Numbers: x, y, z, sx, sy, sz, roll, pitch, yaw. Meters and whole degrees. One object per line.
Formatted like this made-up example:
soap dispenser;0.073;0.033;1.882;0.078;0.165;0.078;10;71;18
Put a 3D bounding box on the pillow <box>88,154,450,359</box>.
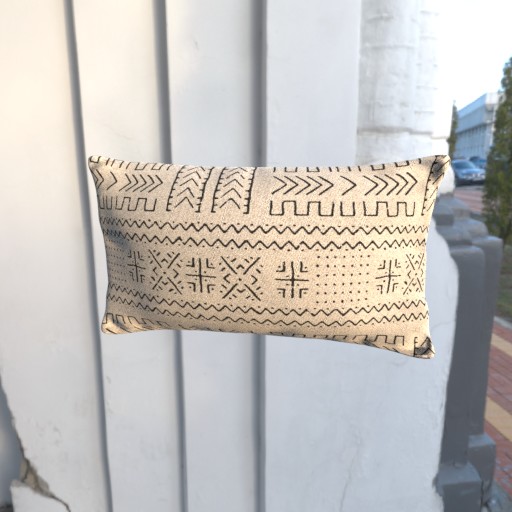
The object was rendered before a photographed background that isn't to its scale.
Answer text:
pillow;0.000;0.000;0.791;0.637;0.352;0.188;2;13;10
